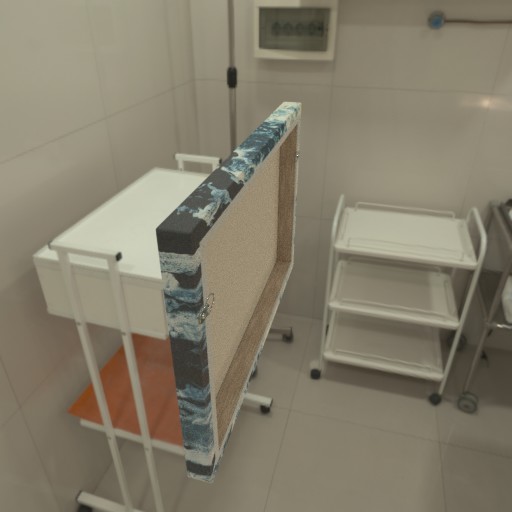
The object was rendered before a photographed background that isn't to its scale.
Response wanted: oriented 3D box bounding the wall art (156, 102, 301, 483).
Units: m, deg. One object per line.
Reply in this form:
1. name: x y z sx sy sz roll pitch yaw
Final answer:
1. wall art: 0.000 0.000 0.787 0.043 0.407 0.609 8 32 13
